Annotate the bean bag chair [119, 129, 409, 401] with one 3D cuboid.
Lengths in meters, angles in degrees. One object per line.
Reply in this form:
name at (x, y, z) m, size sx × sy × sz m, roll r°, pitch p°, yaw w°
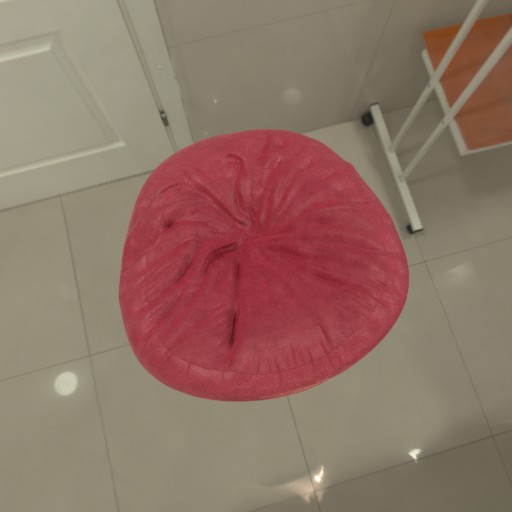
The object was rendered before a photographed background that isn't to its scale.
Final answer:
bean bag chair at (0.000, 0.000, 2.487) m, size 1.524 × 0.878 × 1.524 m, roll -15°, pitch 76°, yaw -4°
